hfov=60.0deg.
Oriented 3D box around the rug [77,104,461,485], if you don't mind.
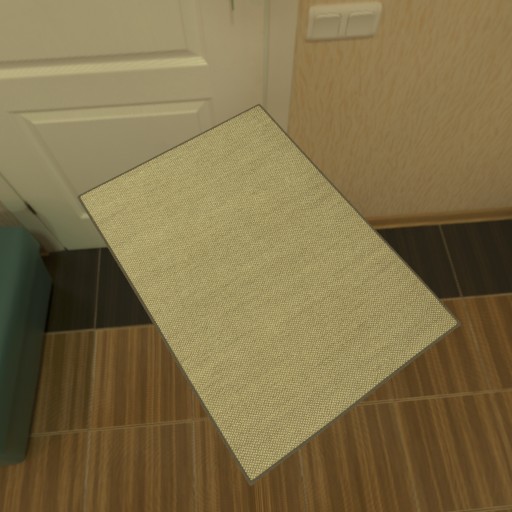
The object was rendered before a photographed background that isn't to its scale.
[{"bbox_3d":[0.000,0.000,2.835,1.523,0.012,2.133,-31,68,-14],"label":"rug"}]
